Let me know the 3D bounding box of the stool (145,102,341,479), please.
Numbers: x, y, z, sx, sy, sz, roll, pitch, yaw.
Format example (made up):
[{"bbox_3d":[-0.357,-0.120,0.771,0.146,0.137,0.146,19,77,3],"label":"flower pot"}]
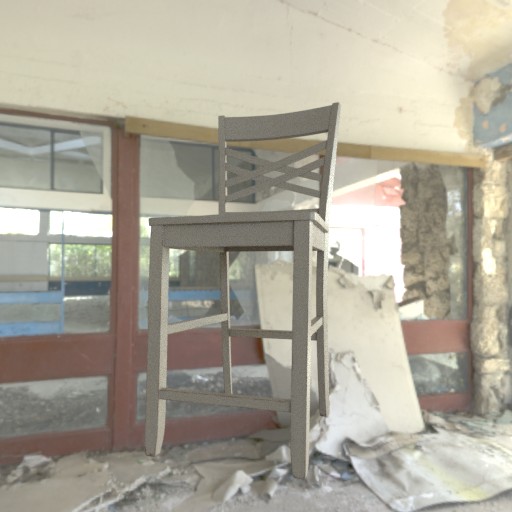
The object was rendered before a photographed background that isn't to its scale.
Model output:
[{"bbox_3d":[0.000,0.000,1.373,0.462,1.079,0.539,-1,-2,18],"label":"stool"}]
